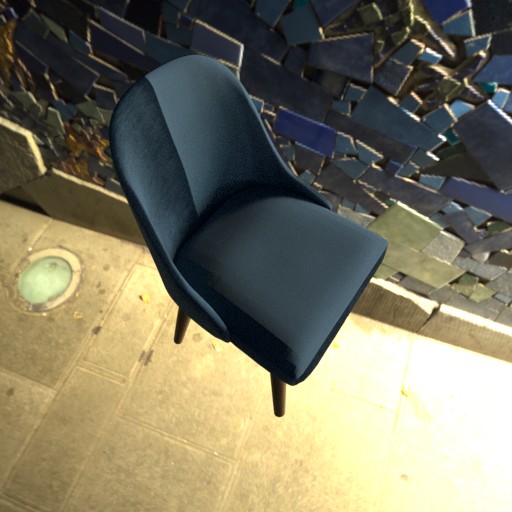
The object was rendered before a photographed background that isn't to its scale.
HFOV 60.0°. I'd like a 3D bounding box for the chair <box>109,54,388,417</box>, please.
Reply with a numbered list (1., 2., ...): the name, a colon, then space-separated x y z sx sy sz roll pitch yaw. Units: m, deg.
1. chair: 0.000 0.000 1.213 0.589 0.882 0.503 31 63 18
